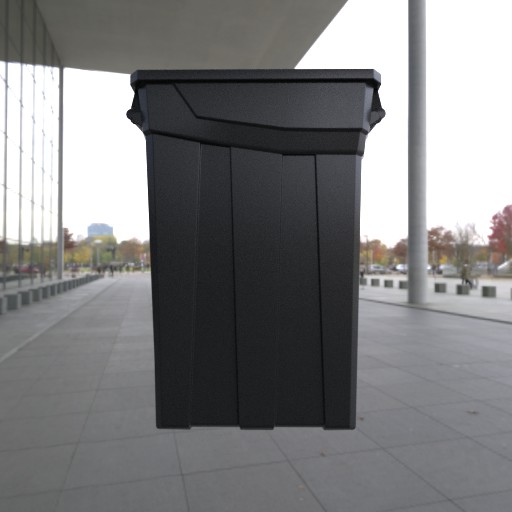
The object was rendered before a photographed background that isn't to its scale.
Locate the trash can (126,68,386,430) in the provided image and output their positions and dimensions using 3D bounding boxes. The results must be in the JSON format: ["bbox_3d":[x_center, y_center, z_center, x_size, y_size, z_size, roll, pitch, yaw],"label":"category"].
[{"bbox_3d":[0.000,0.000,1.041,0.559,0.762,0.281,0,-1,1],"label":"trash can"}]
